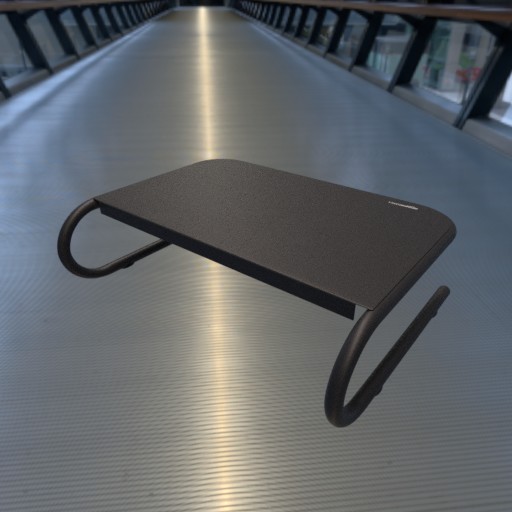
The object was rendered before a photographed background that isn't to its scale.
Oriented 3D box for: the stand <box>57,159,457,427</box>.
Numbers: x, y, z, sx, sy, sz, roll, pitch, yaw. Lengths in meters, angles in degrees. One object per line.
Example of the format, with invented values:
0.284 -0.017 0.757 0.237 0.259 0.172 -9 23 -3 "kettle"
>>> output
0.000 0.000 0.508 0.370 0.108 0.280 21 36 33 "stand"
